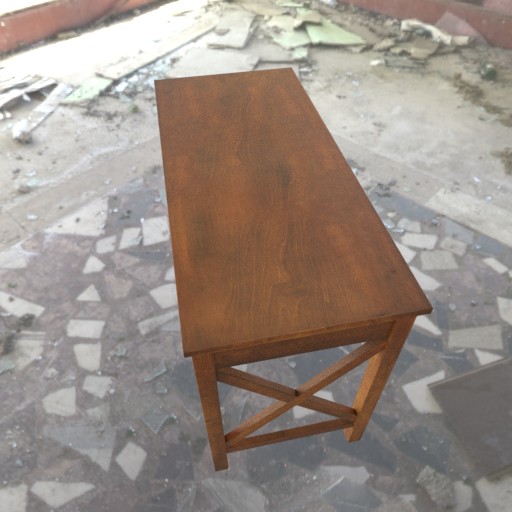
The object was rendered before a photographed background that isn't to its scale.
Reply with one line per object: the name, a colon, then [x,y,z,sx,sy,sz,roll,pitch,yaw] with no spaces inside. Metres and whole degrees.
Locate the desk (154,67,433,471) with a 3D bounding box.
desk: [0.000,0.000,1.511,0.508,0.762,1.117,-9,48,-8]
